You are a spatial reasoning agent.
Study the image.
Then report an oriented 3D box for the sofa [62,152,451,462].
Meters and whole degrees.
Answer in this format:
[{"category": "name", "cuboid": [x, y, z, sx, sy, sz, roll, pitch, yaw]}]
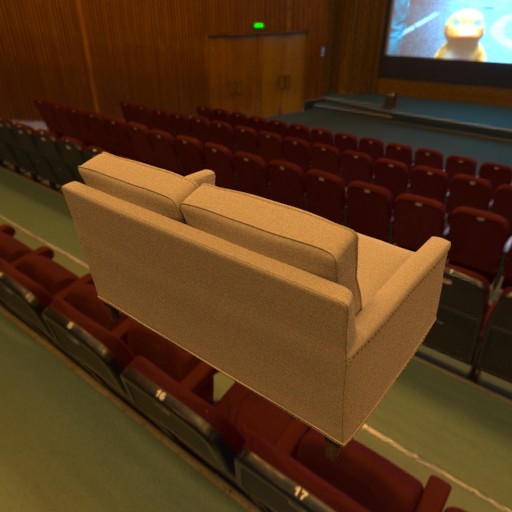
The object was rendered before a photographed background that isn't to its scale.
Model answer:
[{"category": "sofa", "cuboid": [0.000, 0.000, 2.216, 1.597, 1.003, 1.084, 22, 37, 32]}]
